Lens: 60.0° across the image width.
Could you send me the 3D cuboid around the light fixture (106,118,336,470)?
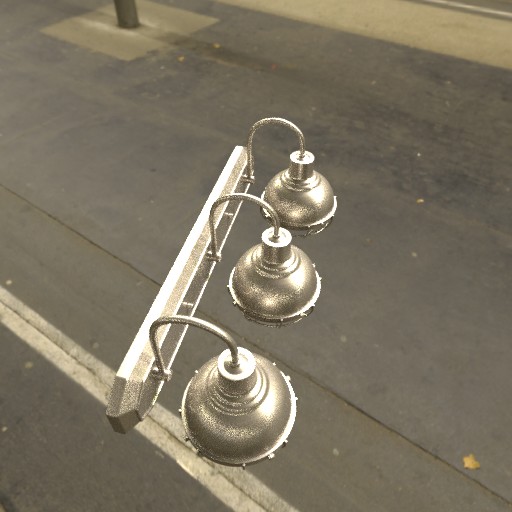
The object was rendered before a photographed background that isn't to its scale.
[{"bbox_3d":[0.000,0.000,0.748,0.229,0.254,0.634,10,46,10],"label":"light fixture"}]
